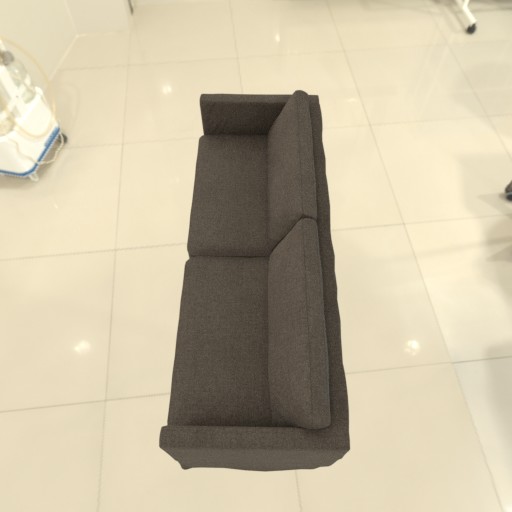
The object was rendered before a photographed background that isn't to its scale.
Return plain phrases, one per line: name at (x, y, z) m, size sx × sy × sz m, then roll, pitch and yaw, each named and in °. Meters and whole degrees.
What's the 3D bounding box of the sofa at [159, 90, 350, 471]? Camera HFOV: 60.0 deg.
sofa at (0.000, 0.000, 3.272) m, size 1.036 × 0.998 × 2.779 m, roll 1°, pitch 59°, yaw 0°
